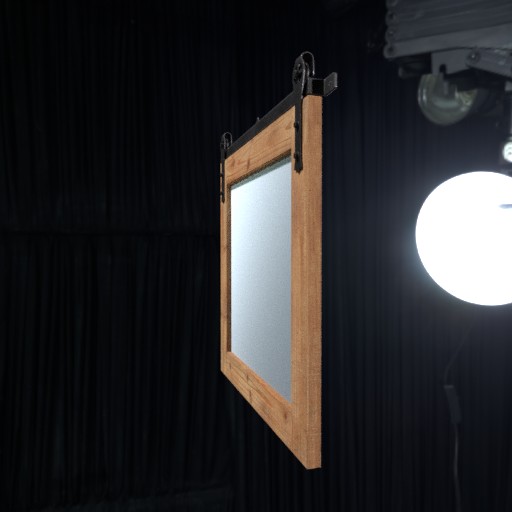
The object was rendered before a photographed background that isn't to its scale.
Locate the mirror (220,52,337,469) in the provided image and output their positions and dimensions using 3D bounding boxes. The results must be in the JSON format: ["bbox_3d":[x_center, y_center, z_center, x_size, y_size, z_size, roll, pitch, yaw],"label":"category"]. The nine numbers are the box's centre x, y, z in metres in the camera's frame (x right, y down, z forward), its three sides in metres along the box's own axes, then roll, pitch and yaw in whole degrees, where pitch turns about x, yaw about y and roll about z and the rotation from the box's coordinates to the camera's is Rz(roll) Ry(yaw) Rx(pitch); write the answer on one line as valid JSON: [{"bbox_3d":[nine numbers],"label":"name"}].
[{"bbox_3d":[0.000,0.000,1.191,0.054,0.800,0.805,0,1,-18],"label":"mirror"}]
